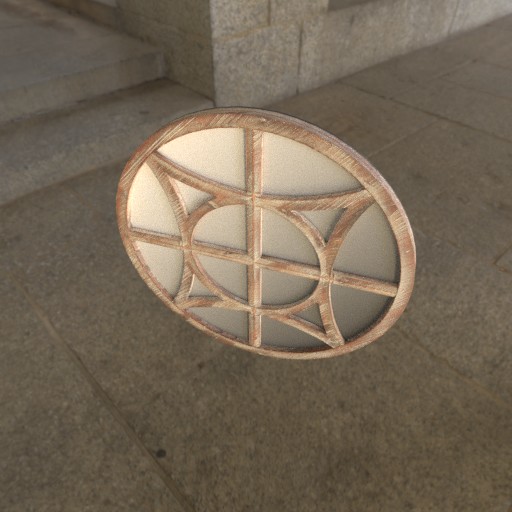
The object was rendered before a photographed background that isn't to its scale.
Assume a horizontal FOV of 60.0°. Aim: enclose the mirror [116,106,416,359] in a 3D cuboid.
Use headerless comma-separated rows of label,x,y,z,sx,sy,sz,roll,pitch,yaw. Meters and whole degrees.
mirror,0.000,0.000,1.048,0.710,0.710,0.038,12,43,13
